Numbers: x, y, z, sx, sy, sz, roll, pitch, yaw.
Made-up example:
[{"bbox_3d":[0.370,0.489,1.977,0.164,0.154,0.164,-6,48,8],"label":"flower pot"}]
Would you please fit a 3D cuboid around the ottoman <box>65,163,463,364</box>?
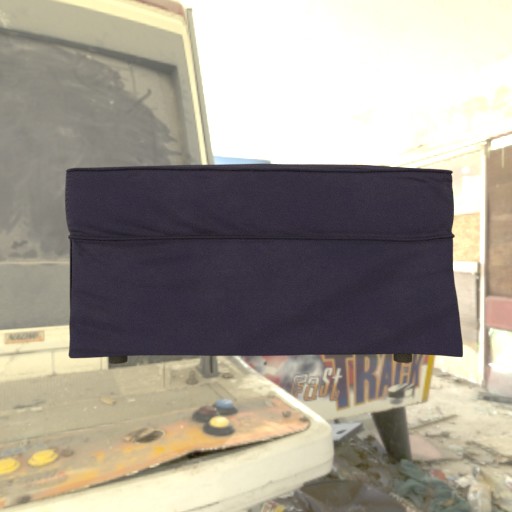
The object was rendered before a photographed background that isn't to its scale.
[{"bbox_3d":[0.000,0.000,1.314,0.938,0.503,0.637,0,1,-1],"label":"ottoman"}]
